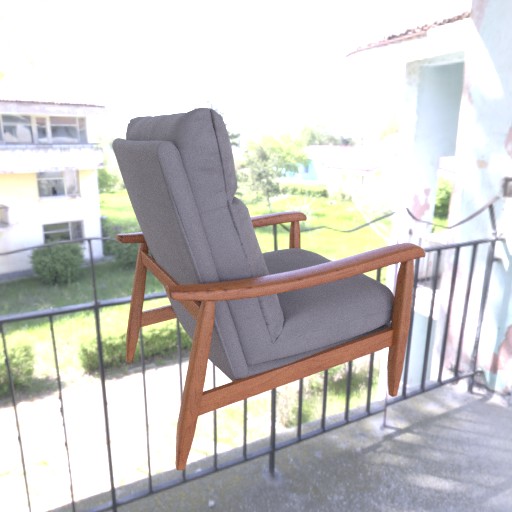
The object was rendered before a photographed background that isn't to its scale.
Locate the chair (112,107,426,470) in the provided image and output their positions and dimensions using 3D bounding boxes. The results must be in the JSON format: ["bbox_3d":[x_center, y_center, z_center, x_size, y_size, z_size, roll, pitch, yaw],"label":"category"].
[{"bbox_3d":[0.000,0.000,1.511,0.816,0.922,0.782,-8,17,-26],"label":"chair"}]
